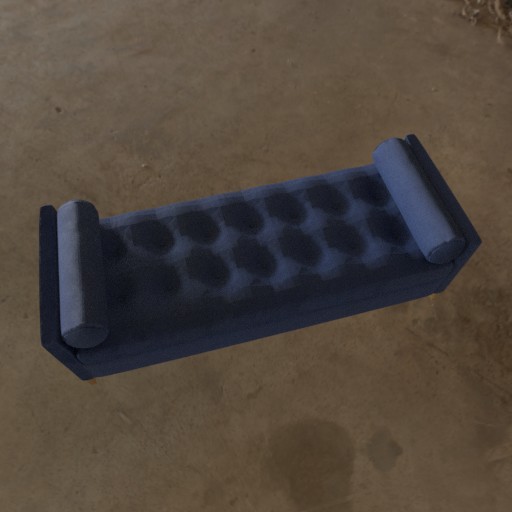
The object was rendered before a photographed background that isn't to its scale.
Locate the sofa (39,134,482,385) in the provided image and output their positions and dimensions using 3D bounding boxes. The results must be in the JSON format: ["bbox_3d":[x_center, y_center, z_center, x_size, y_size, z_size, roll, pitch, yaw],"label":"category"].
[{"bbox_3d":[0.000,0.000,2.444,2.102,0.705,0.796,-13,59,-8],"label":"sofa"}]
